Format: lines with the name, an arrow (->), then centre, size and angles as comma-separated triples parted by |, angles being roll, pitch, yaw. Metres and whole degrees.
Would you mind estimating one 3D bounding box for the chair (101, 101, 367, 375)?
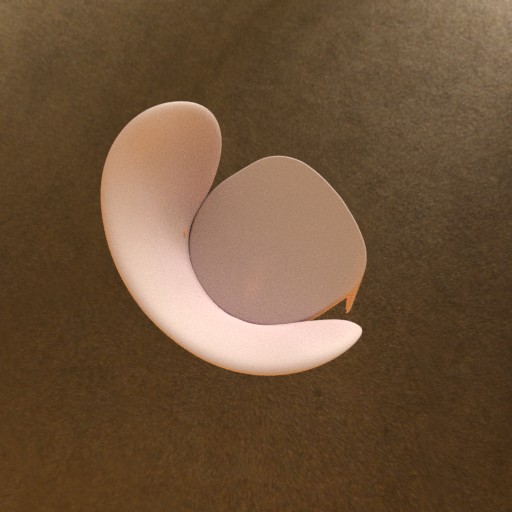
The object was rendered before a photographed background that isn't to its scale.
chair -> 0.000, 0.000, 0.864 | 0.402, 0.554, 0.451 | -32, 78, -8
